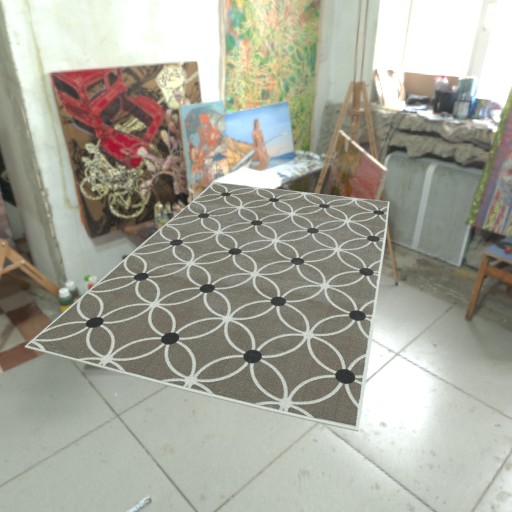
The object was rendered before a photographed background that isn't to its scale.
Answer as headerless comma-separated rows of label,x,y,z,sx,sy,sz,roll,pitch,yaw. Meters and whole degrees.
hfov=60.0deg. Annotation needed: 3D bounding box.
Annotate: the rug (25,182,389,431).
rug,0.000,0.000,2.772,1.522,0.008,2.284,9,31,15
